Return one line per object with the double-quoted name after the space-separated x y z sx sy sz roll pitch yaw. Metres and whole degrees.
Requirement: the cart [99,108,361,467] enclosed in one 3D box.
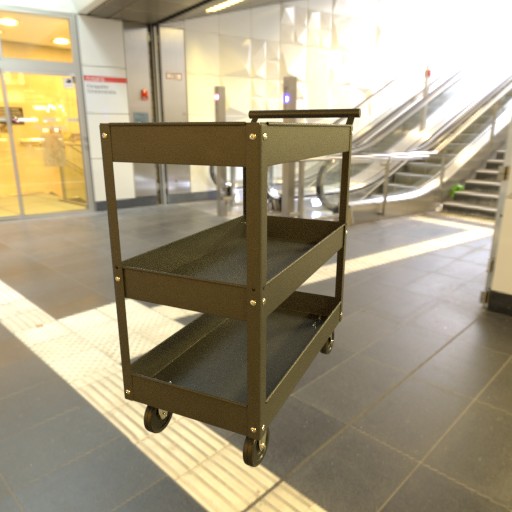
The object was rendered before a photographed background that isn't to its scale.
0.000 0.000 1.201 0.366 0.780 0.719 7 18 24 "cart"
